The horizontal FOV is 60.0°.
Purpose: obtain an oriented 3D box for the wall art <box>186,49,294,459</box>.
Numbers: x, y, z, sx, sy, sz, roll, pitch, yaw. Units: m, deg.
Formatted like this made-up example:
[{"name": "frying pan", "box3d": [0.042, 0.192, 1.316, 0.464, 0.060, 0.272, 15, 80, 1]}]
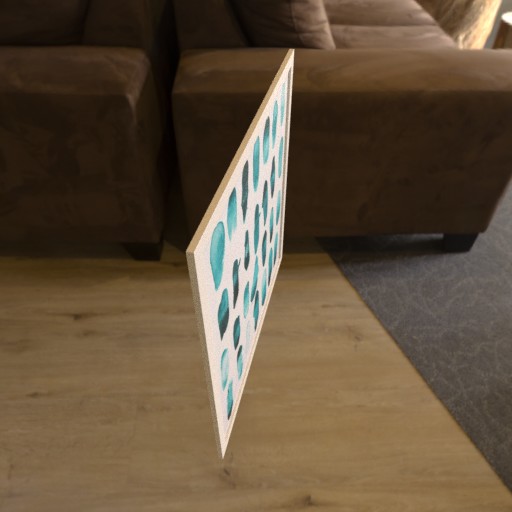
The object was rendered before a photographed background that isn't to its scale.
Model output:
[{"name": "wall art", "box3d": [0.000, 0.000, 0.841, 0.009, 0.559, 0.558, 10, 46, 10]}]
